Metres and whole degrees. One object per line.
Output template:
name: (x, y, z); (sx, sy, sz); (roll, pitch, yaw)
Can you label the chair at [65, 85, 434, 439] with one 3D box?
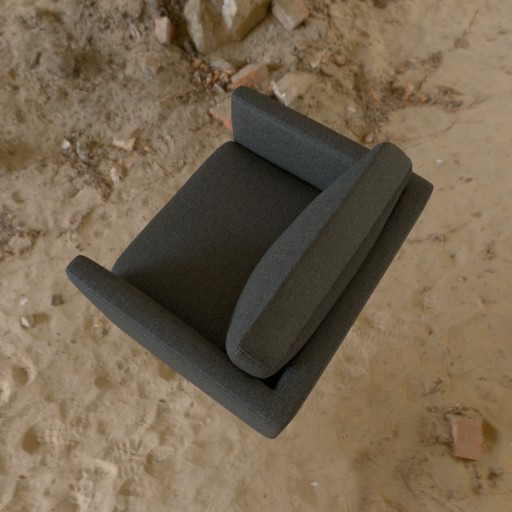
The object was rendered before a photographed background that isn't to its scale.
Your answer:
chair: (0.000, 0.000, 1.861); (0.959, 0.963, 1.107); (32, 69, 14)
